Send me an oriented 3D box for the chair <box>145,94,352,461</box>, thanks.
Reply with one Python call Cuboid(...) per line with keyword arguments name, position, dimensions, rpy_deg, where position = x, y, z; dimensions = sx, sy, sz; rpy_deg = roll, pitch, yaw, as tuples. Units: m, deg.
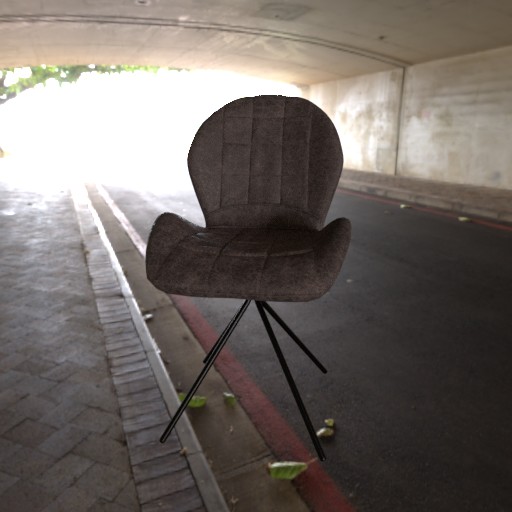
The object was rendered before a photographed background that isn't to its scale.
Cuboid(name="chair", position=(0.000, 0.000, 1.296), dimensions=(0.527, 0.934, 0.640), rpy_deg=(3, 16, 9))
